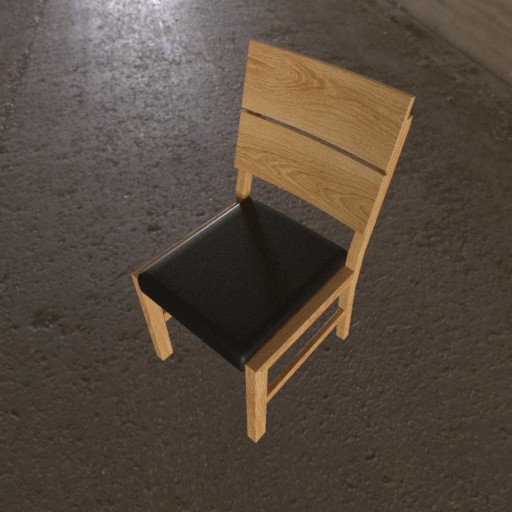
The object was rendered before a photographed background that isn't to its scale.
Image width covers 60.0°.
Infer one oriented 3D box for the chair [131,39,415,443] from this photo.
[{"bbox_3d":[0.000,0.000,1.293,0.475,0.950,0.569,33,55,27],"label":"chair"}]
